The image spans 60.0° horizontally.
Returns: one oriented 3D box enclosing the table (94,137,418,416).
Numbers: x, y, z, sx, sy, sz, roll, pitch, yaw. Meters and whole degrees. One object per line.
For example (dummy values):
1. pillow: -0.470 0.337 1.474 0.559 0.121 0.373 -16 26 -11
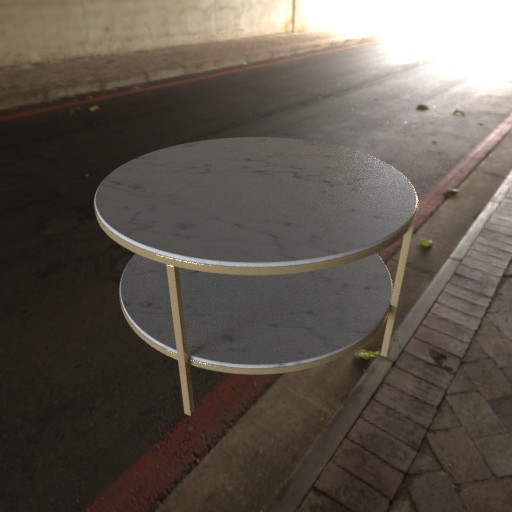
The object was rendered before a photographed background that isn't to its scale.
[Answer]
1. table: 0.000 0.000 1.259 0.800 0.450 0.800 0 31 0
